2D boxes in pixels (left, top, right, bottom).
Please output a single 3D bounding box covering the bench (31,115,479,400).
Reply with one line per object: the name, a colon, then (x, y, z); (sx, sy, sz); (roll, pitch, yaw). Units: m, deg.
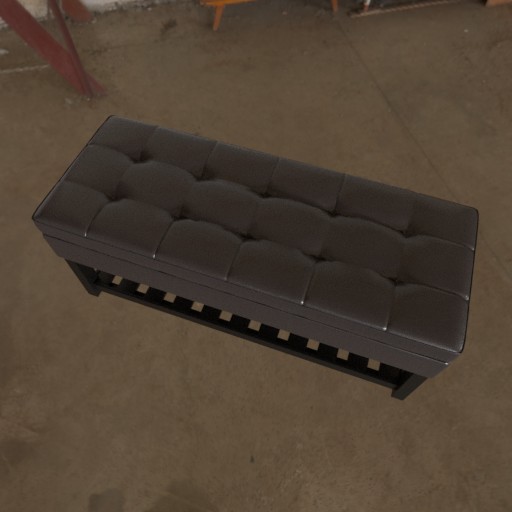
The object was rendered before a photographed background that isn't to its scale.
bench: (0.000, 0.000, 1.330); (1.105, 0.460, 0.432); (17, 60, 10)
